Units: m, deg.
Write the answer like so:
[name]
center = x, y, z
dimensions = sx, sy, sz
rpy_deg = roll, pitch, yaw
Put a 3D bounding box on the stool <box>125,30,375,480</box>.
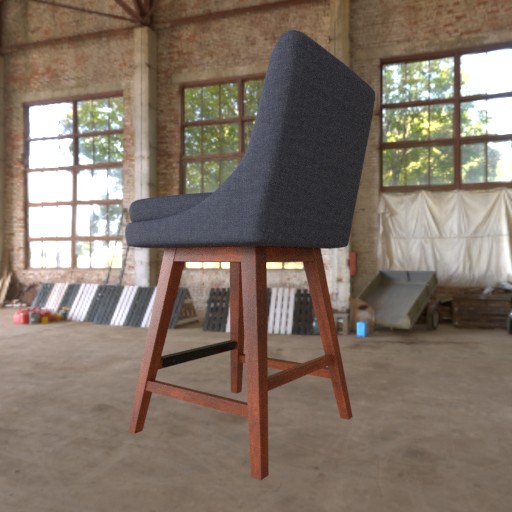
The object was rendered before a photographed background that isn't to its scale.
[stool]
center = 0.000, 0.000, 1.166
dimensions = 0.524, 0.895, 0.467
rpy_deg = 0, 0, 36
